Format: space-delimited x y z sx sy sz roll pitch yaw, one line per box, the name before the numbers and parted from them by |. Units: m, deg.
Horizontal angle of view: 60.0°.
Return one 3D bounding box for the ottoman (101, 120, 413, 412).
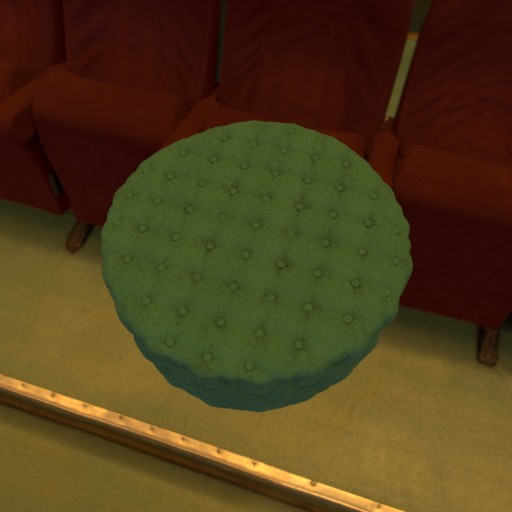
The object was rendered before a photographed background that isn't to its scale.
ottoman | 0.000 0.000 1.547 0.998 0.399 0.998 0 58 0
